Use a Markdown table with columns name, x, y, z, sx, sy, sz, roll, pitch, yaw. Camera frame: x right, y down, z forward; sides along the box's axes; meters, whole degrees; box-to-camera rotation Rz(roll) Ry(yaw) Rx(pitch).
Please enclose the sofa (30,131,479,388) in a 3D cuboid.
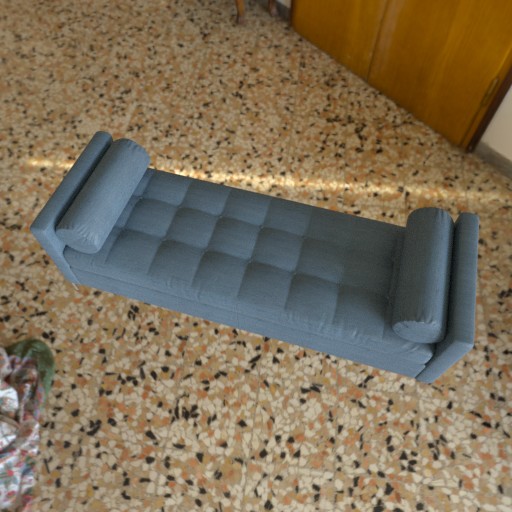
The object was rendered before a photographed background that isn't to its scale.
| name | x | y | z | sx | sy | sz | roll | pitch | yaw |
| --- | --- | --- | --- | --- | --- | --- | --- | --- | --- |
| sofa | 0.000 | 0.000 | 2.299 | 1.981 | 0.635 | 0.686 | 14 | 59 | 9 |
